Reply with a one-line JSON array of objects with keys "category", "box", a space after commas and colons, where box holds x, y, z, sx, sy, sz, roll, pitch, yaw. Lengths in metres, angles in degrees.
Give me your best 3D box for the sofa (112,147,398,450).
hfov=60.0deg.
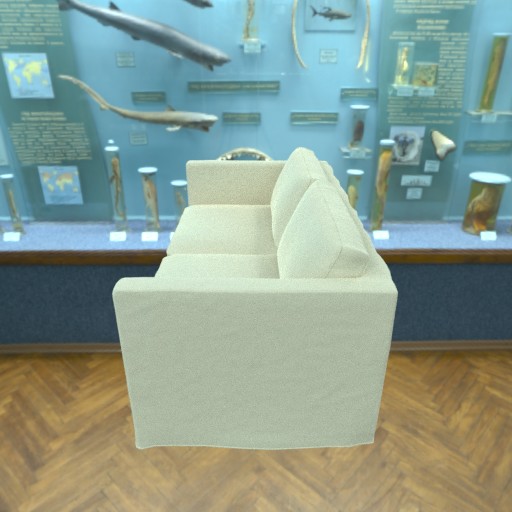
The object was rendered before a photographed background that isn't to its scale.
[{"category": "sofa", "box": [0.000, 0.000, 2.325, 0.962, 0.834, 1.746, 0, 26, 0]}]
